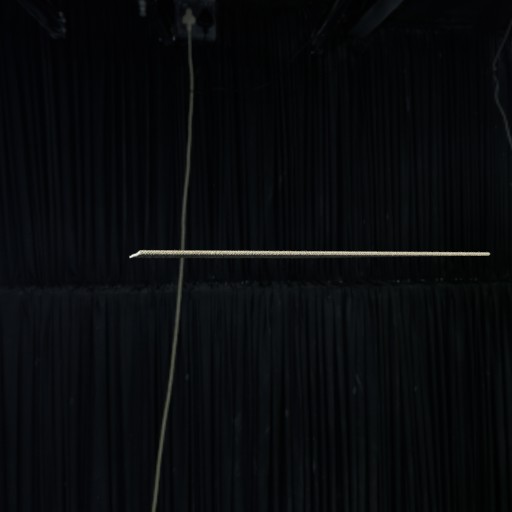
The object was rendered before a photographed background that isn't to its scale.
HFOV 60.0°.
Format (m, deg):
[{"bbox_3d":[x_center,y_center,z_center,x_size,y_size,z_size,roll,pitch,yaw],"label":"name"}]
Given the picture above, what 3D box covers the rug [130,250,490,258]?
[{"bbox_3d":[0.000,0.000,2.306,1.240,0.010,1.824,0,-1,-17],"label":"rug"}]
